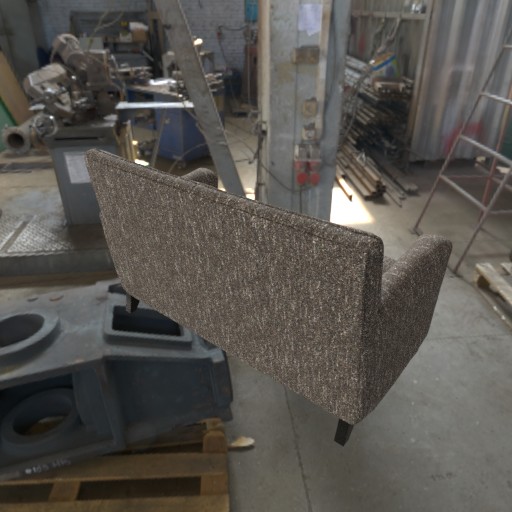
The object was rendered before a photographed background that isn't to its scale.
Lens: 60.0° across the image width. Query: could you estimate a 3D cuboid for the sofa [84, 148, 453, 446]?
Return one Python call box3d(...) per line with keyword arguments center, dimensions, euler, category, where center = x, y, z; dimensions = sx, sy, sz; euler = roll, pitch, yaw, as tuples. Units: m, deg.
box3d(center=(0.000, 0.000, 2.095), dimensions=(1.519, 0.946, 0.801), euler=(22, 36, 34), category="sofa")
